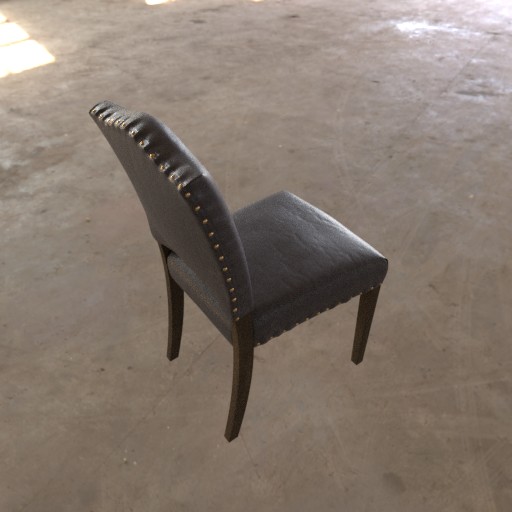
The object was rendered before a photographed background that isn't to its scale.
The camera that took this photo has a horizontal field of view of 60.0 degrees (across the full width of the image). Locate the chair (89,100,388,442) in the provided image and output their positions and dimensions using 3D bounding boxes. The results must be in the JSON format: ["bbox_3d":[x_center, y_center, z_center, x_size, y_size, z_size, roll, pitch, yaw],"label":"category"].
[{"bbox_3d":[0.000,0.000,1.307,0.633,0.991,0.500,-26,47,-27],"label":"chair"}]
